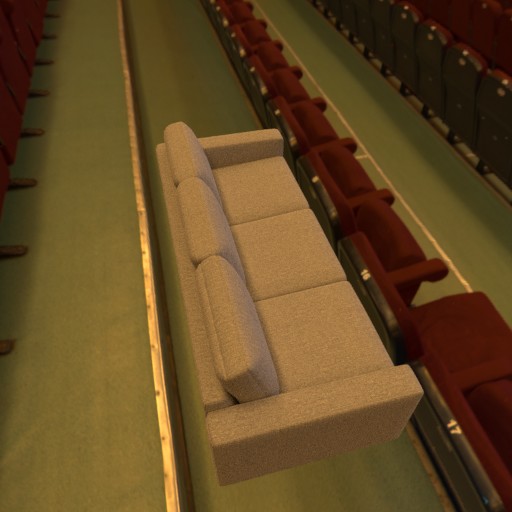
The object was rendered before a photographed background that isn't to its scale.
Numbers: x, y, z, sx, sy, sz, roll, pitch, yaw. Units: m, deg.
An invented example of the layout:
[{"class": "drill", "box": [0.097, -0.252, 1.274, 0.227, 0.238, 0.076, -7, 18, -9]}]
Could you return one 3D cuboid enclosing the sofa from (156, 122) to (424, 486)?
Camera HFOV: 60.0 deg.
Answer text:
[{"class": "sofa", "box": [0.000, 0.000, 2.535, 0.900, 0.800, 2.120, -11, 47, -10]}]
